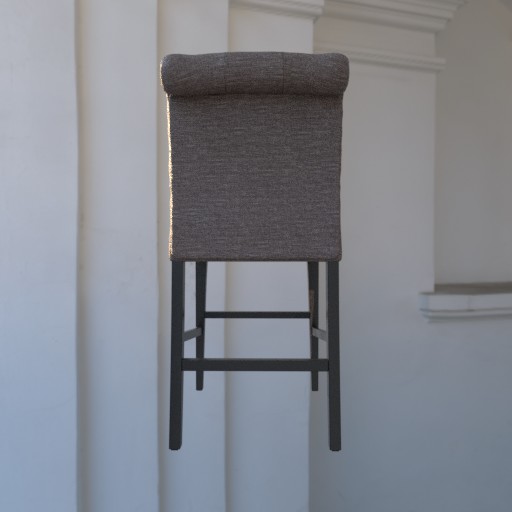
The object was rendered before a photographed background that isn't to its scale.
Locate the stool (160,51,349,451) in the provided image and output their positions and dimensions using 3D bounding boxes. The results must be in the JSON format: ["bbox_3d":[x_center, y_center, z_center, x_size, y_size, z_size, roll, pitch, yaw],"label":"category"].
[{"bbox_3d":[0.000,0.000,1.316,0.457,0.970,0.611,0,0,1],"label":"stool"}]
